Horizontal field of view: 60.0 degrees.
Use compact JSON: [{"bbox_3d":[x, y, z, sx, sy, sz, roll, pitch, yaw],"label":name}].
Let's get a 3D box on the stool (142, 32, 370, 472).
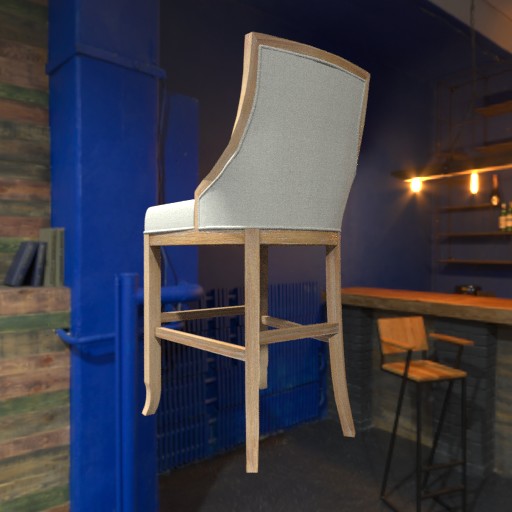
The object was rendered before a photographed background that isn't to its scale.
[{"bbox_3d":[0.000,0.000,1.434,0.524,1.101,0.626,0,1,-36],"label":"stool"}]
